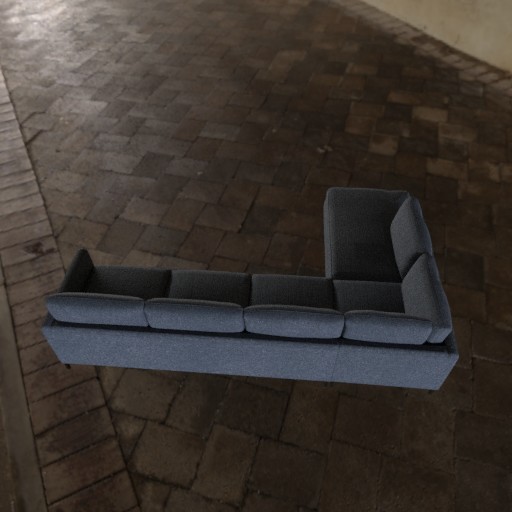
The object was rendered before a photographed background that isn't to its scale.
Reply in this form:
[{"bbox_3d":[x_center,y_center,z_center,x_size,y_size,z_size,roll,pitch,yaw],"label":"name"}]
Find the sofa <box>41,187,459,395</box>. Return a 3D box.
[{"bbox_3d":[0.000,0.000,3.848,2.949,0.815,2.007,3,47,3],"label":"sofa"}]
